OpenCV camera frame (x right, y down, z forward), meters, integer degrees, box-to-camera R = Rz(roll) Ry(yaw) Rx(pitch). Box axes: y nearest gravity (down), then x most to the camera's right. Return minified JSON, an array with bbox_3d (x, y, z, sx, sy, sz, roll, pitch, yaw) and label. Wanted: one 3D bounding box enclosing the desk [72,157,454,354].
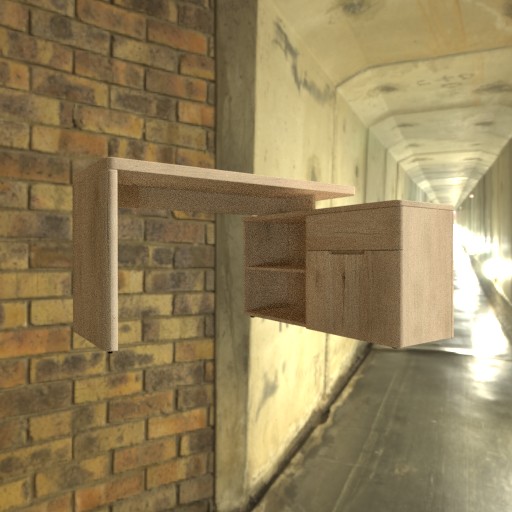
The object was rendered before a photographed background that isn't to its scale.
[{"bbox_3d":[0.000,0.000,2.094,1.400,0.770,1.175,0,1,-35],"label":"desk"}]
